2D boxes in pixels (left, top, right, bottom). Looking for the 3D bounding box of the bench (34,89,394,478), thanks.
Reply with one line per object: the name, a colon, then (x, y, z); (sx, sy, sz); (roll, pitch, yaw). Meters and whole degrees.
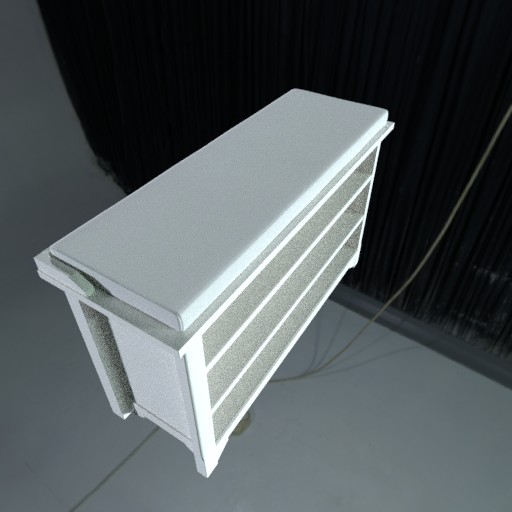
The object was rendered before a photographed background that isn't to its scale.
bench: (0.000, 0.000, 1.239); (0.346, 0.589, 0.987); (23, 46, 24)
